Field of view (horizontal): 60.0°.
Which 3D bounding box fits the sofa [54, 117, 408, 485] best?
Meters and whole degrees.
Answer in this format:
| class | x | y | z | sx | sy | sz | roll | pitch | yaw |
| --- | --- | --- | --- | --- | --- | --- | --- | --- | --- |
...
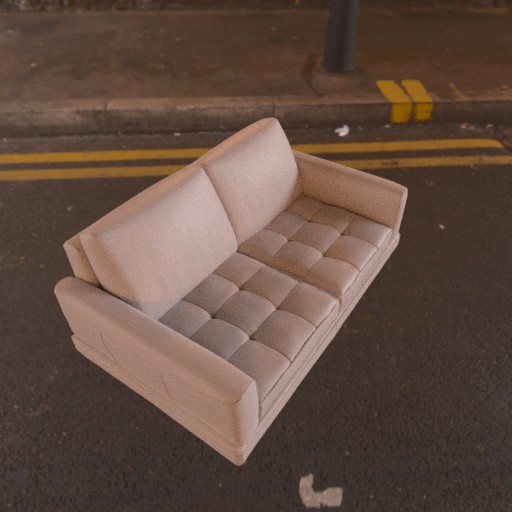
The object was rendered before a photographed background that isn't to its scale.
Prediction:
| class | x | y | z | sx | sy | sz | roll | pitch | yaw |
| --- | --- | --- | --- | --- | --- | --- | --- | --- | --- |
| sofa | 0.000 | 0.000 | 2.463 | 1.121 | 0.930 | 1.819 | 25 | 47 | 25 |
